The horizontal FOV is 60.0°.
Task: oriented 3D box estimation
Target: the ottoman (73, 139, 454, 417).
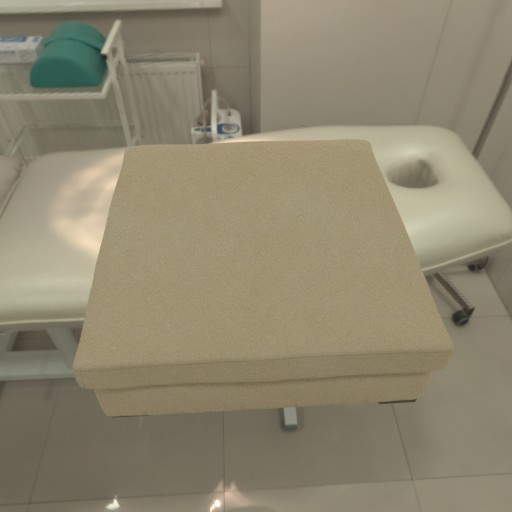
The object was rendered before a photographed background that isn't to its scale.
[{"bbox_3d":[0.000,0.000,1.855,1.205,0.522,1.190,-2,48,-2],"label":"ottoman"}]
